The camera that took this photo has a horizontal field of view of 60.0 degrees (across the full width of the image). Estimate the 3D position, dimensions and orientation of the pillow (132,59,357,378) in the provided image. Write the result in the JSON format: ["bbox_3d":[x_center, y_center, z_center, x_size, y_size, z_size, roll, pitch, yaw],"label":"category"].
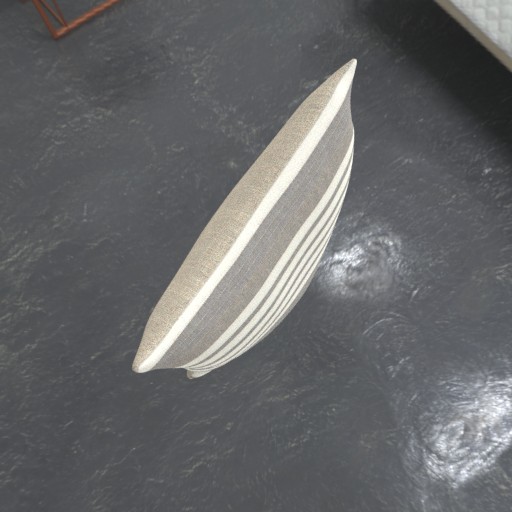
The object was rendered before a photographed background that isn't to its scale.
[{"bbox_3d":[0.000,0.000,0.677,0.182,0.440,0.439,32,77,8],"label":"pillow"}]
